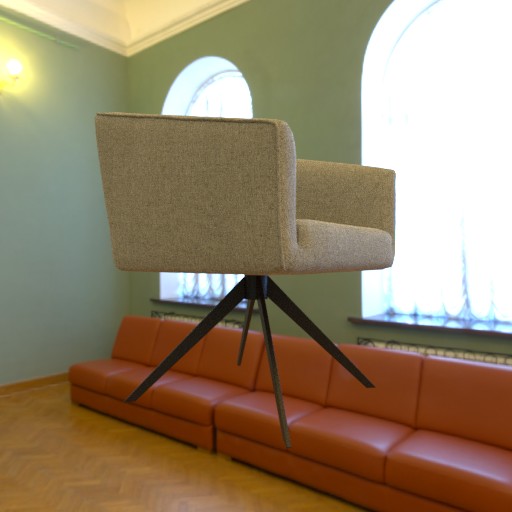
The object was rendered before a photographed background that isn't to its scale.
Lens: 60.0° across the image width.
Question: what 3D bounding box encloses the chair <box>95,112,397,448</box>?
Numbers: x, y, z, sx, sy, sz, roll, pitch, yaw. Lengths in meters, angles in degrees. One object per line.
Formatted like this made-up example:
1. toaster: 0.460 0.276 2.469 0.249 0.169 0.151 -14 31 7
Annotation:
1. chair: 0.000 0.000 1.225 0.623 0.760 0.628 0 0 37
